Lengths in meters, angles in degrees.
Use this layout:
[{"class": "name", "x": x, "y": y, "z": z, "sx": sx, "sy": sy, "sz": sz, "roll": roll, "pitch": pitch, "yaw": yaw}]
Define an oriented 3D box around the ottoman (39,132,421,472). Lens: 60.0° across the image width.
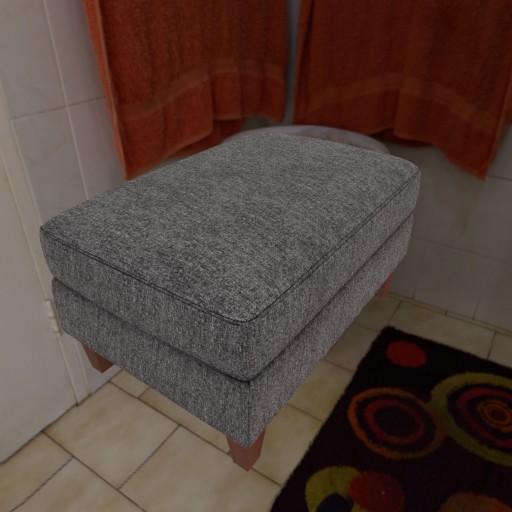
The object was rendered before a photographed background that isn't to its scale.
[{"class": "ottoman", "x": 0.000, "y": 0.000, "z": 1.182, "sx": 0.584, "sy": 0.483, "sz": 0.864, "roll": 20, "pitch": 37, "yaw": 30}]
